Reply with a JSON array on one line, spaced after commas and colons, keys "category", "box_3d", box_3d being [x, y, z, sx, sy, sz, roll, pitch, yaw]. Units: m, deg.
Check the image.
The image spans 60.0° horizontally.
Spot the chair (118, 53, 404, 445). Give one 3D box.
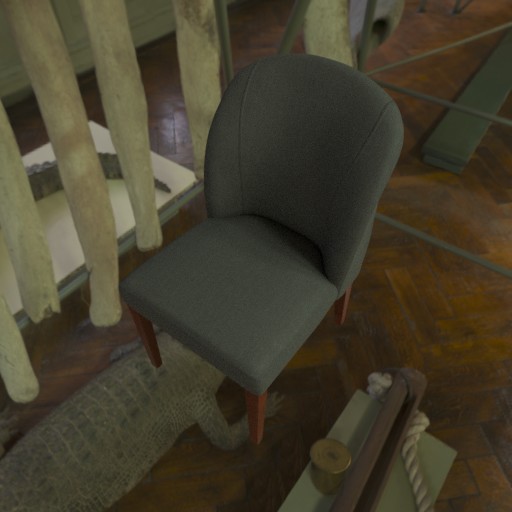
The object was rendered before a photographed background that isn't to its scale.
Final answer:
[{"category": "chair", "box_3d": [0.000, 0.000, 1.234, 0.506, 0.879, 0.619, 29, 54, 24]}]
